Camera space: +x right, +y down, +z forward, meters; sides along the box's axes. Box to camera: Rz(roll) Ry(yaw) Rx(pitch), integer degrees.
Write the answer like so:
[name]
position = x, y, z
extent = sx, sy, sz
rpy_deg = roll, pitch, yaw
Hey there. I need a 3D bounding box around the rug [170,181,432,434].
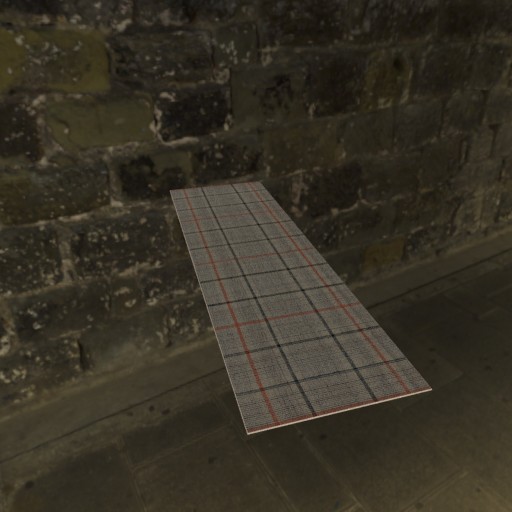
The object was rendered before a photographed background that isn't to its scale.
[rug]
position = 0.000, 0.000, 2.693
extent = 0.762, 0.008, 2.439
rpy_deg = -8, 31, -14
